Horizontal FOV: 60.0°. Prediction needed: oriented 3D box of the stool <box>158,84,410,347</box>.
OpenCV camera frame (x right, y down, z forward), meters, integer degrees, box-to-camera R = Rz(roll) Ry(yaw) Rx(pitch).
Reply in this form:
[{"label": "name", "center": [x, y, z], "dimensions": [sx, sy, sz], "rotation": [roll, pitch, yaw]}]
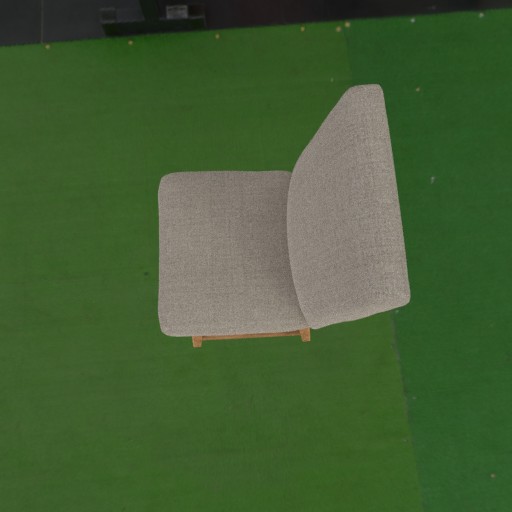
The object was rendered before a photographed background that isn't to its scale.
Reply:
[{"label": "stool", "center": [0.000, 0.000, 1.285], "dimensions": [0.526, 1.010, 0.459], "rotation": [-3, 76, -1]}]
